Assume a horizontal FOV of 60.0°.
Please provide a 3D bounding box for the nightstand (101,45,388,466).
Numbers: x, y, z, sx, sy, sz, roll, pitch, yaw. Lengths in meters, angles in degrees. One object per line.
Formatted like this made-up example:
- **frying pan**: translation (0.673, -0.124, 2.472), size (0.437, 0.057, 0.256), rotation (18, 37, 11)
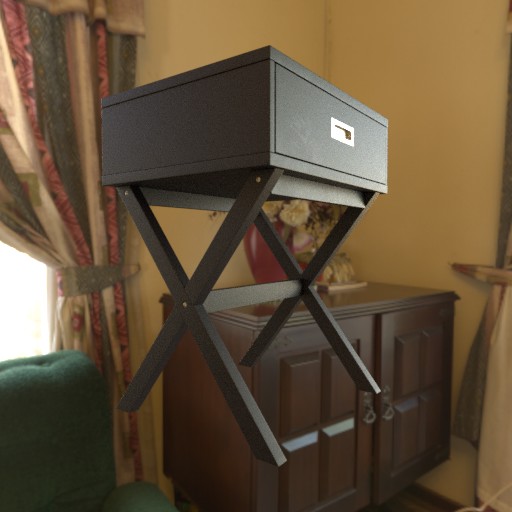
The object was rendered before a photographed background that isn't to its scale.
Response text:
- **nightstand**: translation (0.000, 0.000, 0.952), size (0.402, 0.623, 0.479), rotation (1, 2, 36)
